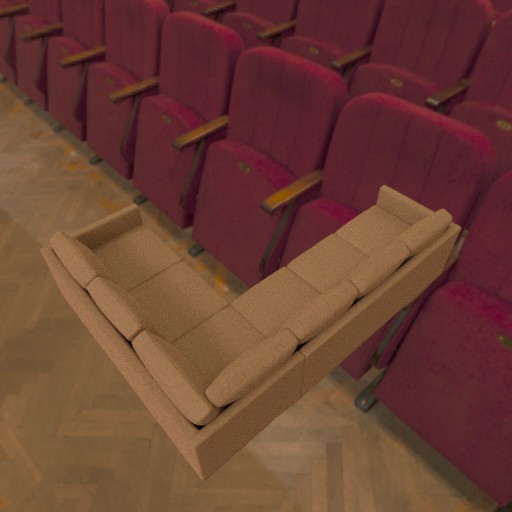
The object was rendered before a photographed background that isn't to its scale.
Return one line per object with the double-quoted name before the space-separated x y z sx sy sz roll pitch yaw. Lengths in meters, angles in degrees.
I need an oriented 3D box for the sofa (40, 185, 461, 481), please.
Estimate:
"sofa" 0.000 0.000 4.348 3.182 0.871 2.432 -33 54 -27
